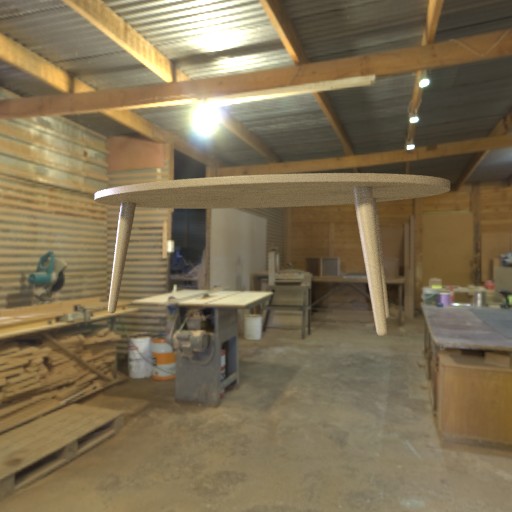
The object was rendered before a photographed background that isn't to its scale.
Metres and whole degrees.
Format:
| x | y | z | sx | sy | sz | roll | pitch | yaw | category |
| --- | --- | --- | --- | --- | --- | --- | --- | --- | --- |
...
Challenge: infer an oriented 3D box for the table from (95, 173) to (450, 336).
| x | y | z | sx | sy | sz | roll | pitch | yaw | category |
| --- | --- | --- | --- | --- | --- | --- | --- | --- | --- |
| 0.000 | 0.000 | 1.344 | 1.083 | 0.390 | 0.542 | 0 | 0 | 18 | table |
